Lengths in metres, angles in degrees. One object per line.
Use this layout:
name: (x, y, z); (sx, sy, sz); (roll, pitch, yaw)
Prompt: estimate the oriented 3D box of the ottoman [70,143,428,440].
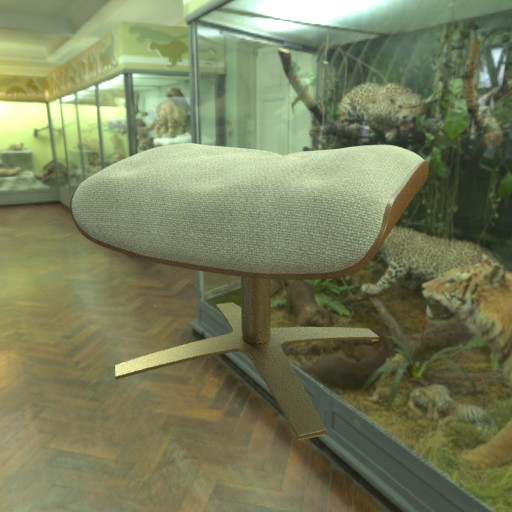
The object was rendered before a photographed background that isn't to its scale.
ottoman: (0.000, 0.000, 0.802); (0.520, 0.391, 0.394); (8, 17, 26)
